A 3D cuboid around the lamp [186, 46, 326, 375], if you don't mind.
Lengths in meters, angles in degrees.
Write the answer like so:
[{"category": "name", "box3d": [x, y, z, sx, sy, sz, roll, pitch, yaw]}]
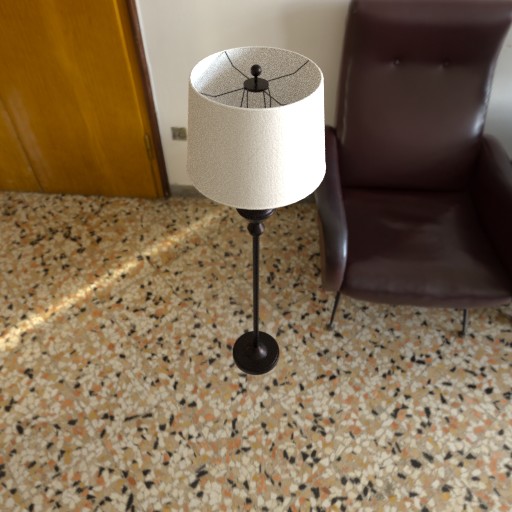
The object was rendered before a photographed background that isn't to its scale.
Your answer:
[{"category": "lamp", "box3d": [0.000, 0.000, 1.702, 0.431, 1.484, 0.431, 0, 48, 0]}]
